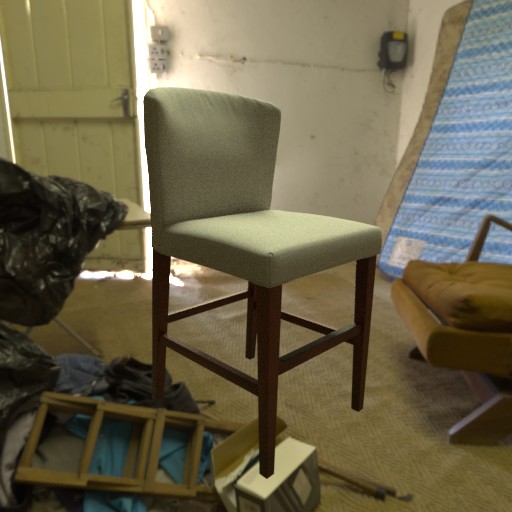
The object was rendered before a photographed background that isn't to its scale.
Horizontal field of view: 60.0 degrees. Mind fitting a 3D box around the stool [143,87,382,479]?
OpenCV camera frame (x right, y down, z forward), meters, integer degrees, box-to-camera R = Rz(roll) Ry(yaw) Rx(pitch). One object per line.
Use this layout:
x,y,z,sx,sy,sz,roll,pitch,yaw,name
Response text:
0.000,0.000,1.300,0.479,0.968,0.568,-13,19,-43,stool
